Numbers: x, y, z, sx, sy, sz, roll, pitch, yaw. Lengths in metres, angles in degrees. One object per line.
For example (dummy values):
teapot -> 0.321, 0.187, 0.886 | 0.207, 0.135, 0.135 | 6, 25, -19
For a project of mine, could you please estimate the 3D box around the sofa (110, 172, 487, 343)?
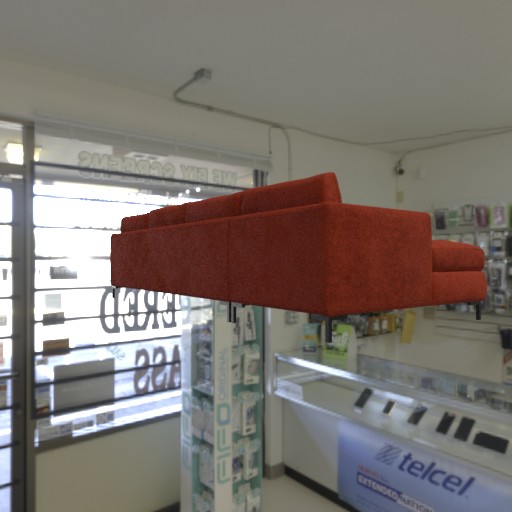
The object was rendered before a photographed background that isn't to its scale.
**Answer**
sofa -> 0.000, 0.000, 2.904 | 1.136, 0.663, 2.467 | 0, -1, -36
